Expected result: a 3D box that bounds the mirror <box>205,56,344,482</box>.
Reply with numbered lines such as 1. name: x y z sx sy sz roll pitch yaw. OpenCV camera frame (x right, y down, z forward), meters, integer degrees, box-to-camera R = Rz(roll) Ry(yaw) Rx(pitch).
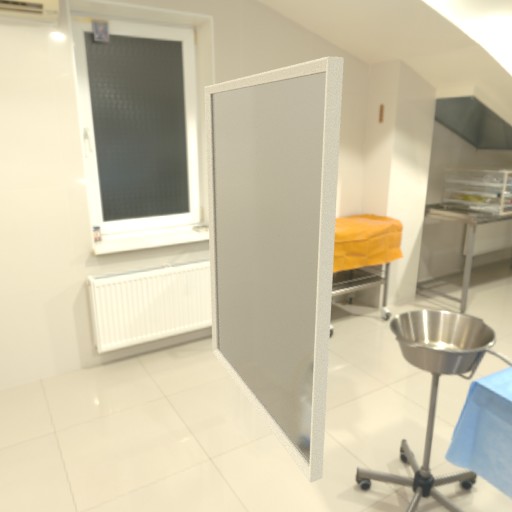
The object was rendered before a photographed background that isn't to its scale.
1. mirror: 0.000 0.000 1.344 0.041 1.016 0.762 -7 18 -24
